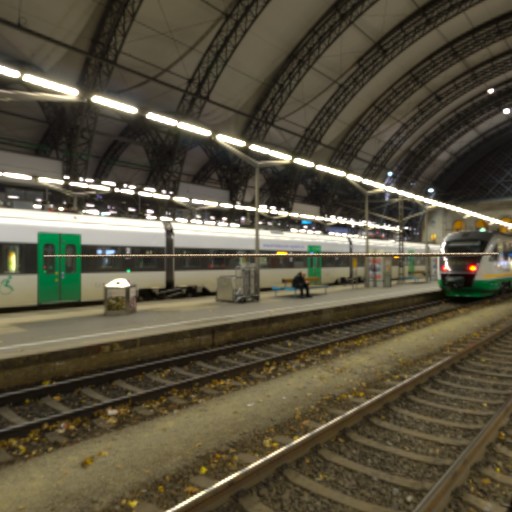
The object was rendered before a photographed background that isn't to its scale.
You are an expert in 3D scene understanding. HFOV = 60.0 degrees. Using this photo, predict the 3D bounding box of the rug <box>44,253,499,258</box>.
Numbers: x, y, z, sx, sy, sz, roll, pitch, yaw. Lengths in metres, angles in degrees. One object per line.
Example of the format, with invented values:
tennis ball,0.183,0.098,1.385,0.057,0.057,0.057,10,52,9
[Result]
rug,0.000,0.000,2.630,2.432,0.008,0.766,0,-1,19
